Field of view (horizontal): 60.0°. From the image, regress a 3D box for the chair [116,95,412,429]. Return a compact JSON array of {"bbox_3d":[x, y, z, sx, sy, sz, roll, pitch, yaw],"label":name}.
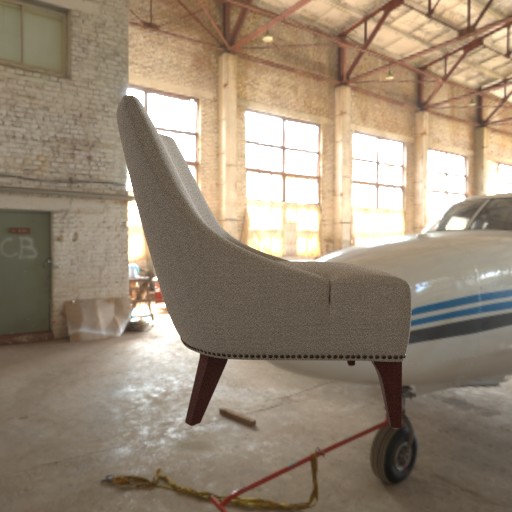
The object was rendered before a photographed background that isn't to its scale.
[{"bbox_3d":[0.000,0.000,1.491,0.861,0.909,0.701,0,2,1],"label":"chair"}]
